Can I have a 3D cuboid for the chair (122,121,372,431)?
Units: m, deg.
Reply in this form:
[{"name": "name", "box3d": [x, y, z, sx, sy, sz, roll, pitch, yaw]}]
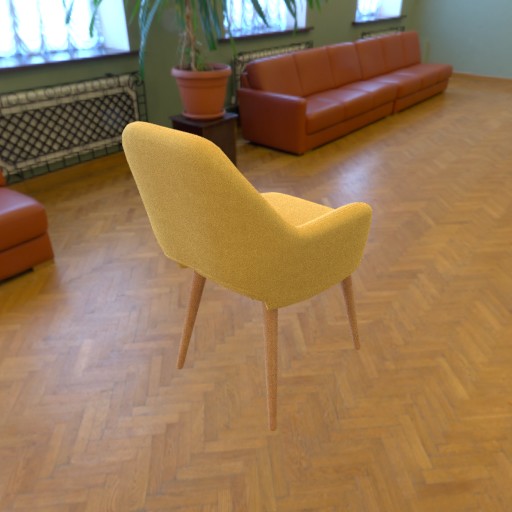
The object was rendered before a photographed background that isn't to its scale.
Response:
[{"name": "chair", "box3d": [0.000, 0.000, 1.246, 0.590, 0.840, 0.610, 23, 38, 32]}]
